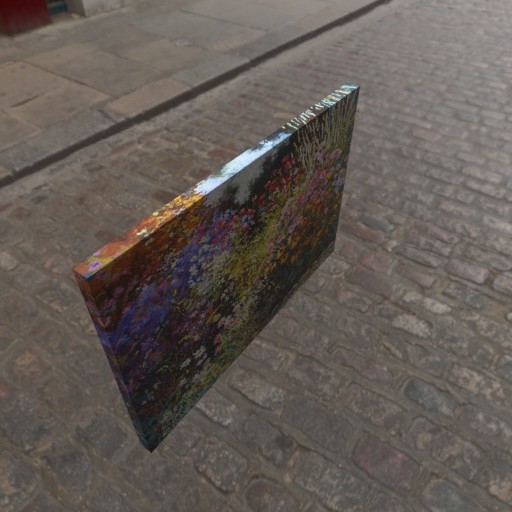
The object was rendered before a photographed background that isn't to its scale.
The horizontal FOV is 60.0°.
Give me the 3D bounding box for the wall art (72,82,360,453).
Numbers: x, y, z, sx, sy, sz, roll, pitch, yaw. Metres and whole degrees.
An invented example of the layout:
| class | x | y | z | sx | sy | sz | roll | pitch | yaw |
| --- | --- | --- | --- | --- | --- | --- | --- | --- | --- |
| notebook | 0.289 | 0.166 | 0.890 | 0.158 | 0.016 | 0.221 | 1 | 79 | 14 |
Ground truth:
| class | x | y | z | sx | sy | sz | roll | pitch | yaw |
| --- | --- | --- | --- | --- | --- | --- | --- | --- | --- |
| wall art | 0.000 | 0.000 | 1.146 | 0.037 | 0.604 | 0.908 | 26 | 49 | 26 |
